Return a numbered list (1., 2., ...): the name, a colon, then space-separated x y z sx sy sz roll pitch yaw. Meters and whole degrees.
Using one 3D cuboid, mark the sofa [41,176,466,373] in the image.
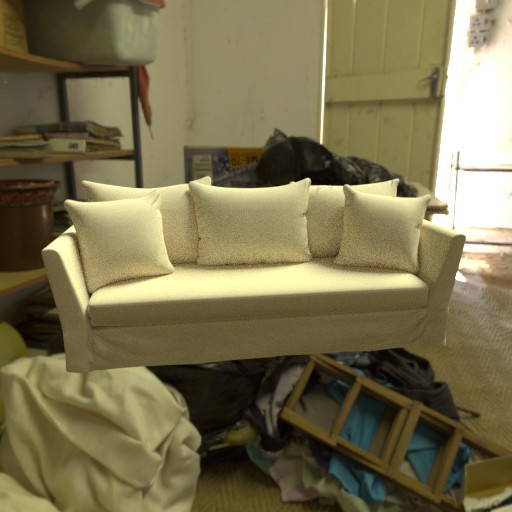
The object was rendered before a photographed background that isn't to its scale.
1. sofa: 0.000 0.000 3.080 2.484 1.042 1.030 -2 16 -8
